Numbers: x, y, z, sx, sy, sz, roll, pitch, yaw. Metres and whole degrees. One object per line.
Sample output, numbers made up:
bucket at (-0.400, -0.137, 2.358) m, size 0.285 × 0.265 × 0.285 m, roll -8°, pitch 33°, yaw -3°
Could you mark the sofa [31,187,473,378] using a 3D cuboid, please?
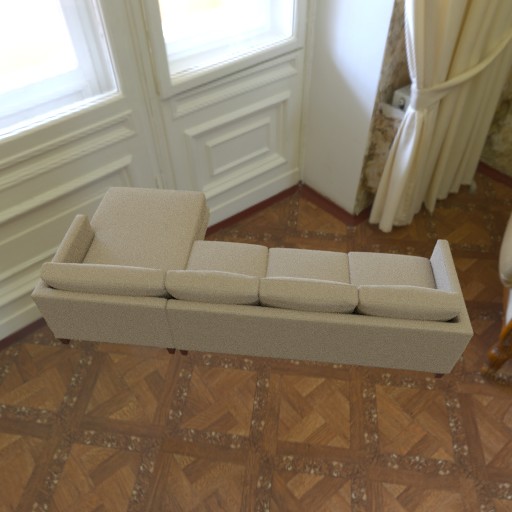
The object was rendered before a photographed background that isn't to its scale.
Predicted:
sofa at (0.000, 0.000, 3.861) m, size 3.186 × 0.861 × 1.625 m, roll 4°, pitch 47°, yaw 4°
